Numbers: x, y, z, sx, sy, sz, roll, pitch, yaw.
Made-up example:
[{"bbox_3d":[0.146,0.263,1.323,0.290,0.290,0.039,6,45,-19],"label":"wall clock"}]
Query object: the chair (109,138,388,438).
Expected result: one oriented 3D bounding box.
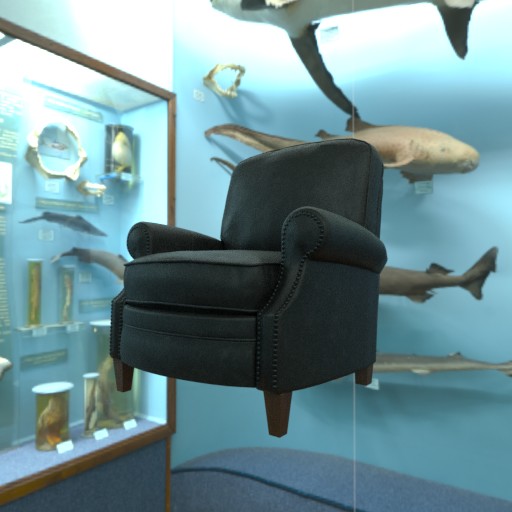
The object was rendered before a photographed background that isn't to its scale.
[{"bbox_3d":[0.000,0.000,1.751,0.936,1.018,0.986,-1,-1,37],"label":"chair"}]
